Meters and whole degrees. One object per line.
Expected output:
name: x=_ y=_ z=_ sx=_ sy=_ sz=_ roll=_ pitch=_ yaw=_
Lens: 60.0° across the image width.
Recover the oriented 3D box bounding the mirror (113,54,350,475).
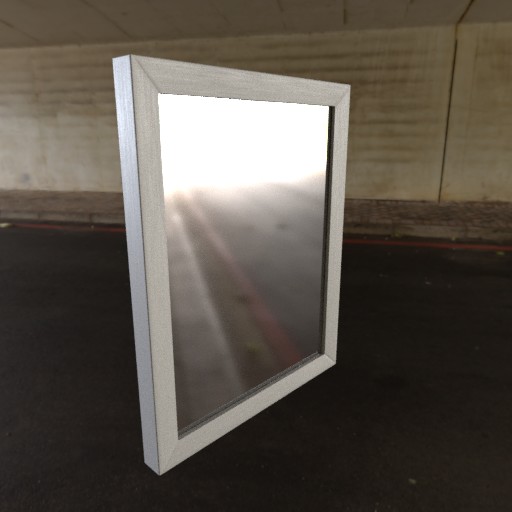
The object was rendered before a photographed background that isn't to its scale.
mirror: x=0.000 y=0.000 z=0.665 sx=0.041 sy=0.508 sz=0.405 roll=14 pitch=21 yaw=42
